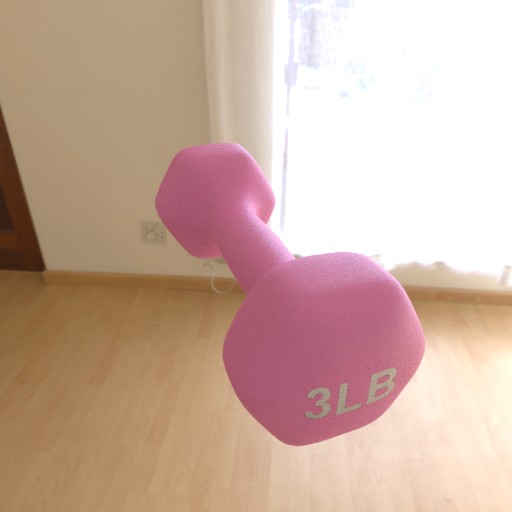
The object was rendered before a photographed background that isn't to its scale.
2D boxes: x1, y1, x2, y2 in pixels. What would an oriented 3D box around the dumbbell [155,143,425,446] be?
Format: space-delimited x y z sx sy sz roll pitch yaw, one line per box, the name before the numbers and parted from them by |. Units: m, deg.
dumbbell | 0.000 0.000 0.187 0.064 0.058 0.159 -11 32 -17
